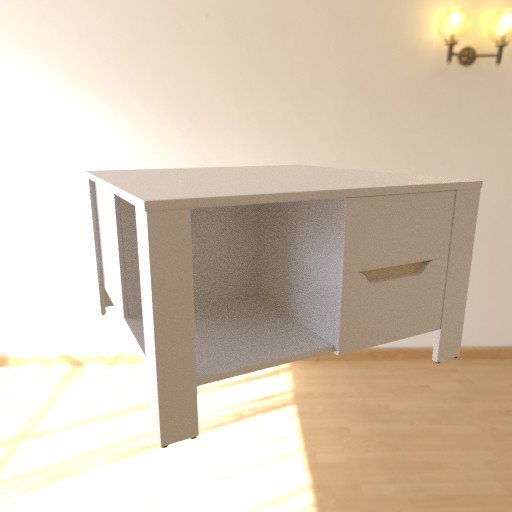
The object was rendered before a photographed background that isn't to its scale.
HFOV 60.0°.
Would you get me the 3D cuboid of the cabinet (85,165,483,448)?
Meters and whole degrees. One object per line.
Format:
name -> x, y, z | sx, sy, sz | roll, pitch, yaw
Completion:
cabinet -> 0.000, 0.000, 1.277 | 0.800, 0.460, 0.800 | -7, 16, -26
